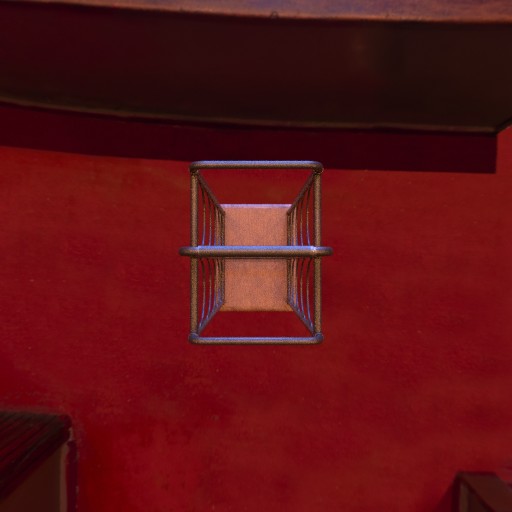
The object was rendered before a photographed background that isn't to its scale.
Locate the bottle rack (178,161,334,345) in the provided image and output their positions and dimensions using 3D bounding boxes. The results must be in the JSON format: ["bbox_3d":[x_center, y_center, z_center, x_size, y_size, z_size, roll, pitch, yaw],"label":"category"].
[{"bbox_3d":[0.000,0.000,0.821,0.208,0.680,0.276,0,89,0],"label":"bottle rack"}]
